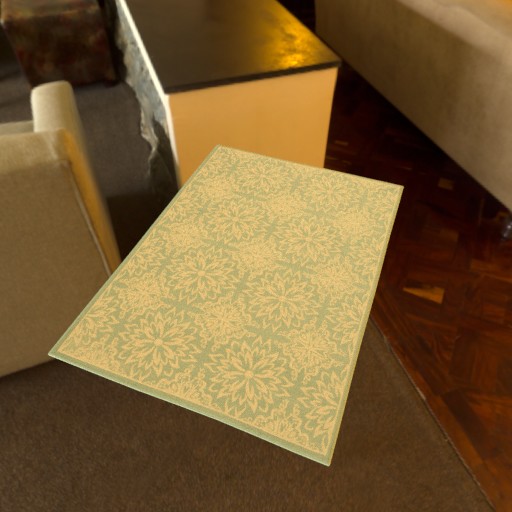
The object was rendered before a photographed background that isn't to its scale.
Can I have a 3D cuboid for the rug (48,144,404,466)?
[{"bbox_3d":[0.000,0.000,2.926,1.589,0.014,2.205,16,49,14],"label":"rug"}]
